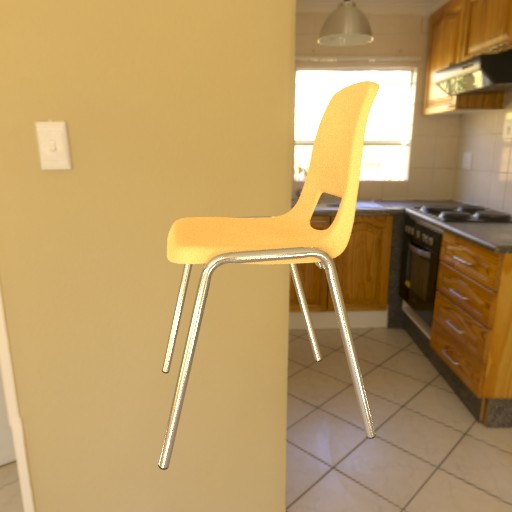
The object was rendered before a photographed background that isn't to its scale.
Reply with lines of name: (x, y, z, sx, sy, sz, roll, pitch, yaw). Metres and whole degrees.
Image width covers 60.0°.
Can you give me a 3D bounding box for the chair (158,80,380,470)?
chair: (0.000, 0.000, 0.947, 0.436, 0.704, 0.381, -3, 14, -10)
